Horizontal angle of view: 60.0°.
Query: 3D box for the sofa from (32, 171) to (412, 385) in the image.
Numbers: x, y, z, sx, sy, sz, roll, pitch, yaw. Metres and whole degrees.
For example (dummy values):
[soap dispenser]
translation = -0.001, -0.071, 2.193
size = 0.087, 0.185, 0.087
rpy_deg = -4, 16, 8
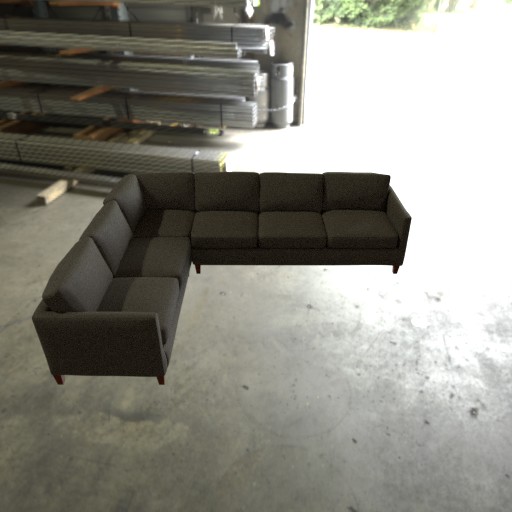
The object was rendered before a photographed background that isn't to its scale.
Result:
[sofa]
translation = 0.000, 0.000, 4.415
size = 3.302, 0.947, 2.593
rpy_deg = 0, 32, 0
